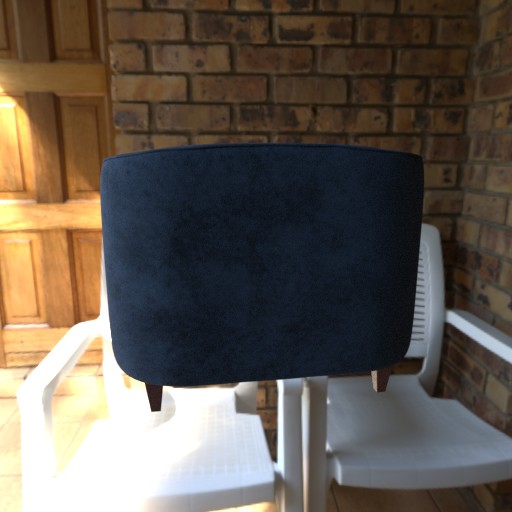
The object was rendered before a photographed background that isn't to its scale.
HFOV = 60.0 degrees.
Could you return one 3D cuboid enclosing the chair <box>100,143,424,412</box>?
[{"bbox_3d":[0.000,0.000,1.768,1.094,0.852,0.940,-2,13,-9],"label":"chair"}]
